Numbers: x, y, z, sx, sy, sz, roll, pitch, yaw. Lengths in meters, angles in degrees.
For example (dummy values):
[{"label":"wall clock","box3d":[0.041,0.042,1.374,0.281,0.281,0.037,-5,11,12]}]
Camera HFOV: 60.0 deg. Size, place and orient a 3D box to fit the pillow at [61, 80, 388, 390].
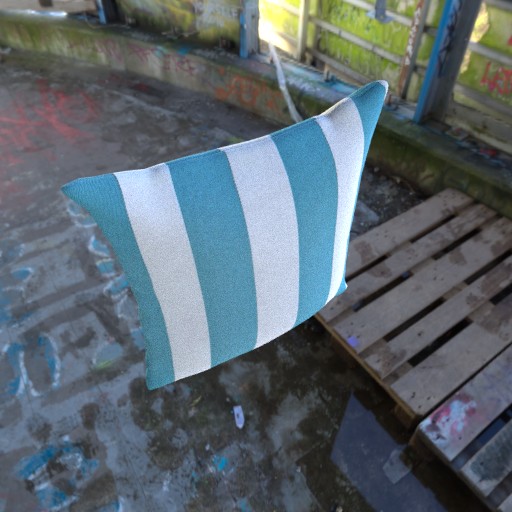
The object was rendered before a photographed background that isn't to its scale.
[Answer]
[{"label":"pillow","box3d":[0.000,0.000,0.805,0.536,0.526,0.189,-25,51,-22]}]
